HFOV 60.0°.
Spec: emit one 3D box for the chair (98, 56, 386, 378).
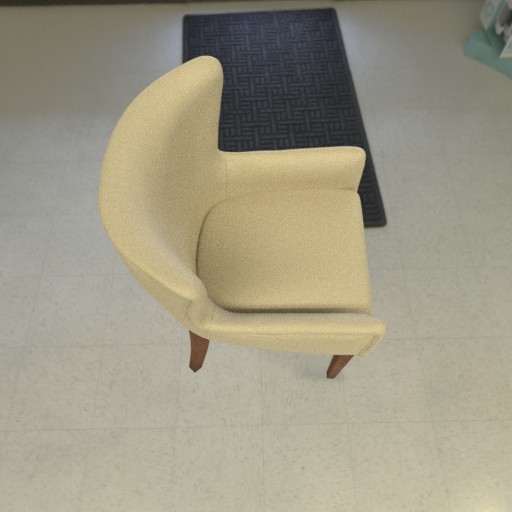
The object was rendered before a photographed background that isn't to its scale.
[{"bbox_3d":[0.000,0.000,1.386,0.686,0.952,0.660,1,63,1],"label":"chair"}]
